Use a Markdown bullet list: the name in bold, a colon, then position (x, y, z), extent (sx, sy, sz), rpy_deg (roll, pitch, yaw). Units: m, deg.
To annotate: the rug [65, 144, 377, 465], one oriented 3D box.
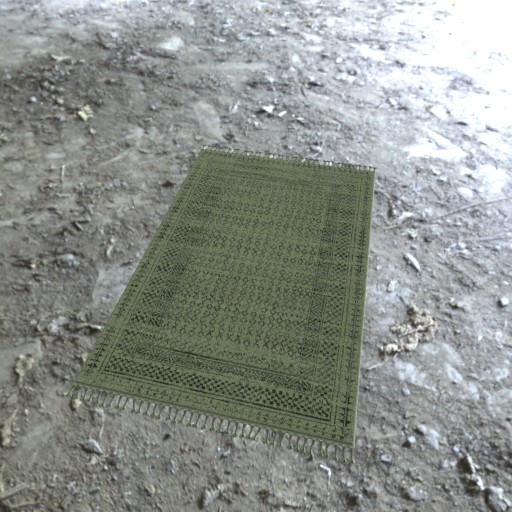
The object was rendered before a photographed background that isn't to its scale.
- **rug**: position (0.000, 0.000, 3.066), extent (1.548, 0.013, 2.486), rpy_deg (10, 48, 9)
